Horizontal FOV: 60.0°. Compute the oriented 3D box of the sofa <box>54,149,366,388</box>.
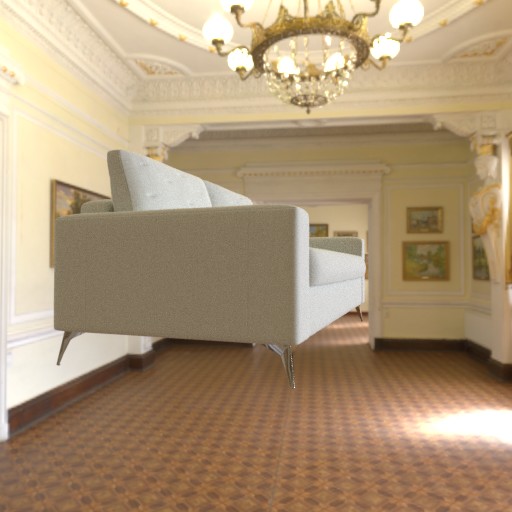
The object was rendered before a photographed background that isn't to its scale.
[{"bbox_3d":[0.000,0.000,2.159,0.920,0.790,1.650,-1,-1,20],"label":"sofa"}]
